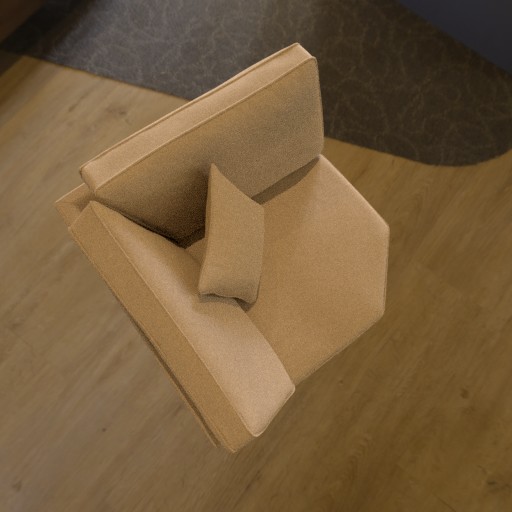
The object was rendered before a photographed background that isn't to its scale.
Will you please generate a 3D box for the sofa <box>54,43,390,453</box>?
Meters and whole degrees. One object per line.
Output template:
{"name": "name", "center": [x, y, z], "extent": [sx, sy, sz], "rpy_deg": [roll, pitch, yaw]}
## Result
{"name": "sofa", "center": [0.000, 0.000, 1.813], "extent": [1.042, 0.937, 1.050], "rpy_deg": [-35, 78, -9]}
